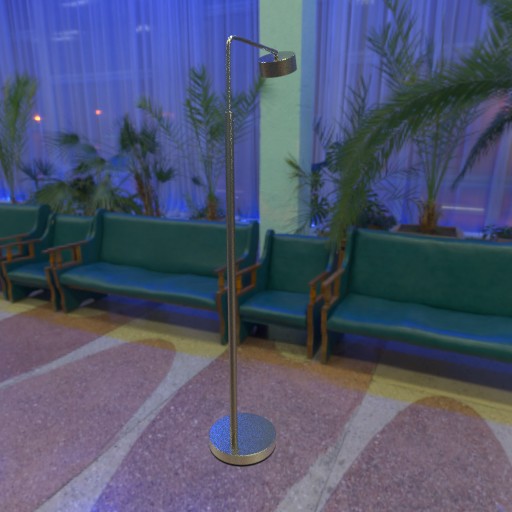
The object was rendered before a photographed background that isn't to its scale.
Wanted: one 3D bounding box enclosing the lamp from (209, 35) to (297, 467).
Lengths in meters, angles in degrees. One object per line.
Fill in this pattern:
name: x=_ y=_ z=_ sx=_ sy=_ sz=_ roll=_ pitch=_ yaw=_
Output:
lamp: x=0.000 y=0.000 z=1.404 sx=0.222 sy=1.250 sz=0.421 roll=8 pitch=17 yaw=26
